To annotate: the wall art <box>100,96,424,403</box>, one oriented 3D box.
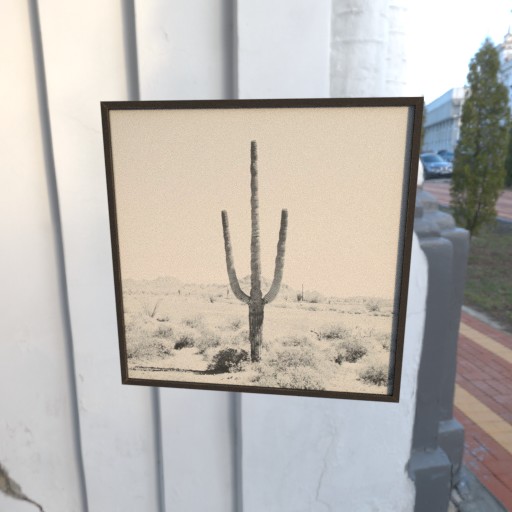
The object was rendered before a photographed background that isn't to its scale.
[{"bbox_3d":[0.000,0.000,1.141,0.762,0.762,0.038,2,13,7],"label":"wall art"}]
